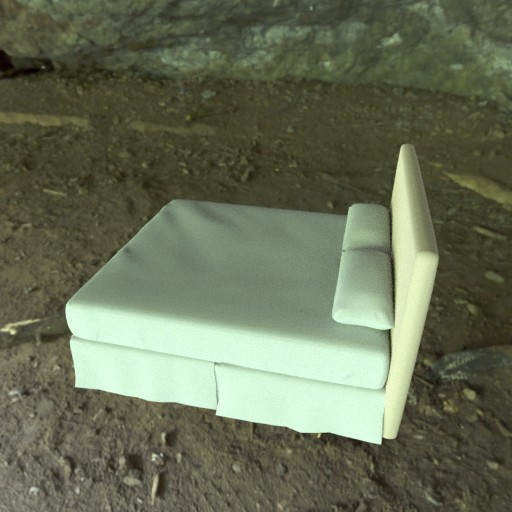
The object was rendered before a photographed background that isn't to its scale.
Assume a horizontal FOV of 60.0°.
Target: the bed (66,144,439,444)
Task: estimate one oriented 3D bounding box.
[{"bbox_3d":[0.000,0.000,3.252,2.142,1.330,1.884,7,31,12],"label":"bed"}]
